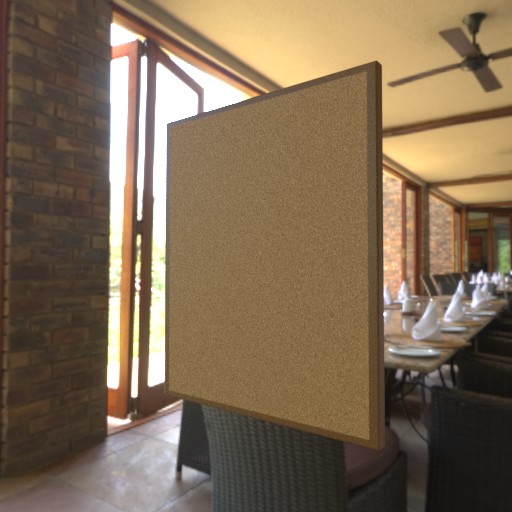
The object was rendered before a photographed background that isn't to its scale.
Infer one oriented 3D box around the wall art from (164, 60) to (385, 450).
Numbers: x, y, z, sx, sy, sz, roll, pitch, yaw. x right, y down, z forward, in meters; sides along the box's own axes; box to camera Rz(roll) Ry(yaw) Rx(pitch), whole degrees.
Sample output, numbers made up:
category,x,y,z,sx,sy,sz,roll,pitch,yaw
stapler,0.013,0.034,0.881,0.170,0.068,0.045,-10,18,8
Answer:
category,x,y,z,sx,sy,sz,roll,pitch,yaw
wall art,0.000,0.000,0.767,0.449,0.550,0.021,-1,-2,38
